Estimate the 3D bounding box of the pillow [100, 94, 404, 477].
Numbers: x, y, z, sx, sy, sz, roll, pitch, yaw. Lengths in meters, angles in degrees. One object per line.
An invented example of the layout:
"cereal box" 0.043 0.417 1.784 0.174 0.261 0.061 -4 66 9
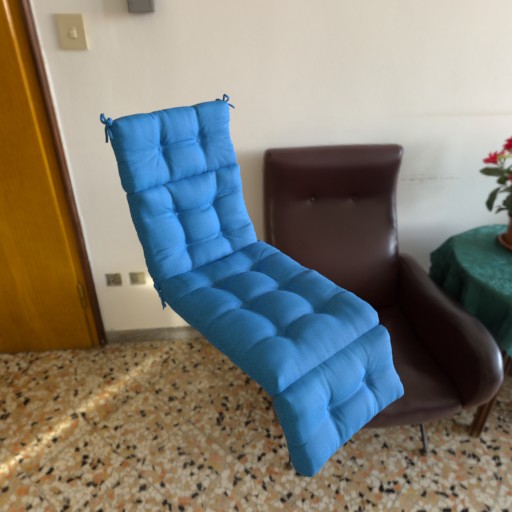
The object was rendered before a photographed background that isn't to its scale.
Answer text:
"pillow" 0.000 0.000 1.487 0.526 0.863 1.016 -24 38 -34
